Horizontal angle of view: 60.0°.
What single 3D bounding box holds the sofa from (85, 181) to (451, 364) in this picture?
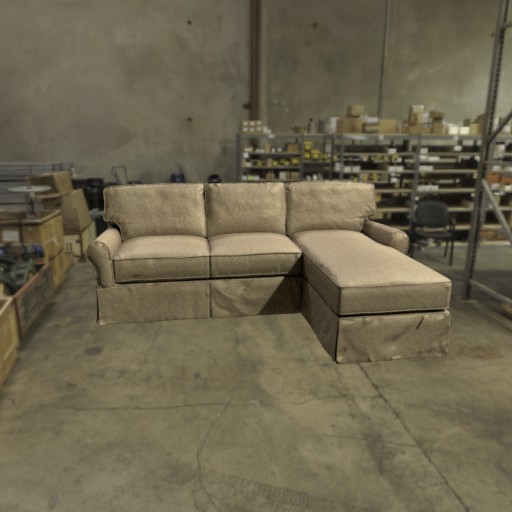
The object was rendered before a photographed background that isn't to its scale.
[{"bbox_3d":[0.000,0.000,3.357,2.475,0.978,1.733,-2,15,-8],"label":"sofa"}]
